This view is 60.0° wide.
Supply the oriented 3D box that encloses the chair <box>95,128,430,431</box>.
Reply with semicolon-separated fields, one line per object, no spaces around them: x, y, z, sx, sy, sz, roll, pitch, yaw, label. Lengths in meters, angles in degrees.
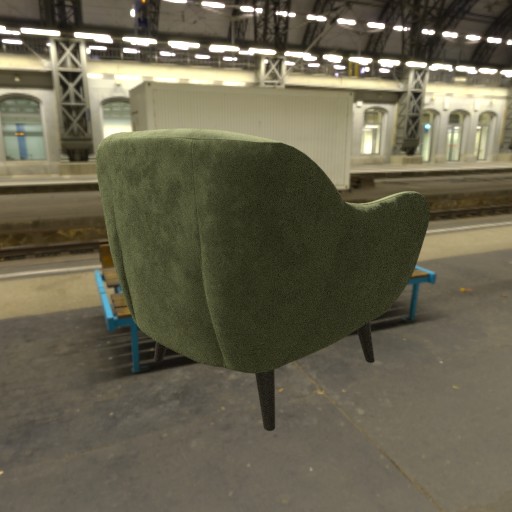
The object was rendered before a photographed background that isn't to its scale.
0.000;0.000;1.478;0.840;0.804;0.819;14;20;43;chair
